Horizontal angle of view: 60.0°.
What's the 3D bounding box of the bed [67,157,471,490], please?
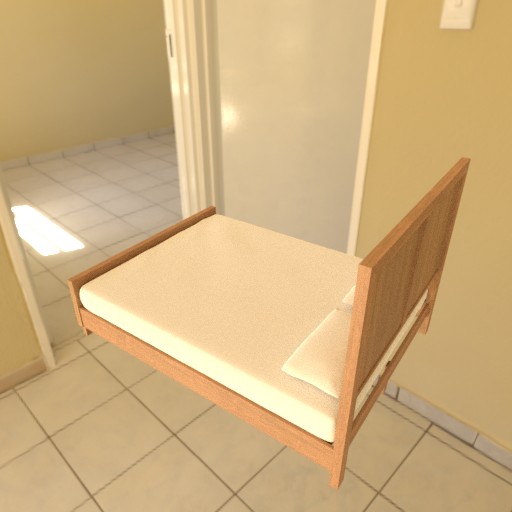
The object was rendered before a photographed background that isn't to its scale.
[{"bbox_3d":[0.000,0.000,3.119,2.184,1.387,1.606,19,35,30],"label":"bed"}]
